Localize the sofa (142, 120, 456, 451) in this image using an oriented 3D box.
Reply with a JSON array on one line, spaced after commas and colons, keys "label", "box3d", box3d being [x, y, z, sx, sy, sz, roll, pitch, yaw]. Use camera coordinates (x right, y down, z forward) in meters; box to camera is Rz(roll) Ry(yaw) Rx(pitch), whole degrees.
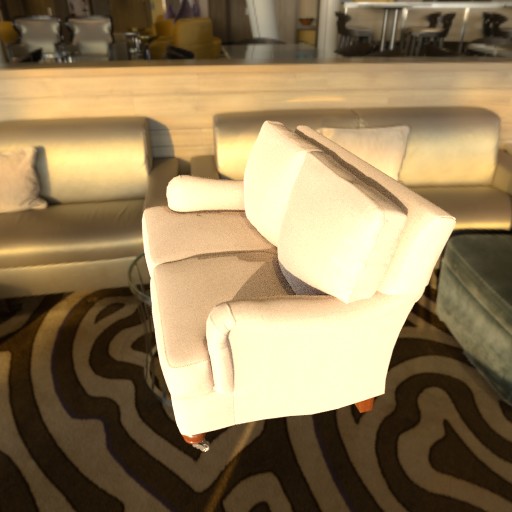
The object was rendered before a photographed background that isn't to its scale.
[{"label": "sofa", "box3d": [0.000, 0.000, 2.254, 1.087, 1.048, 1.508, -8, 30, -14]}]
